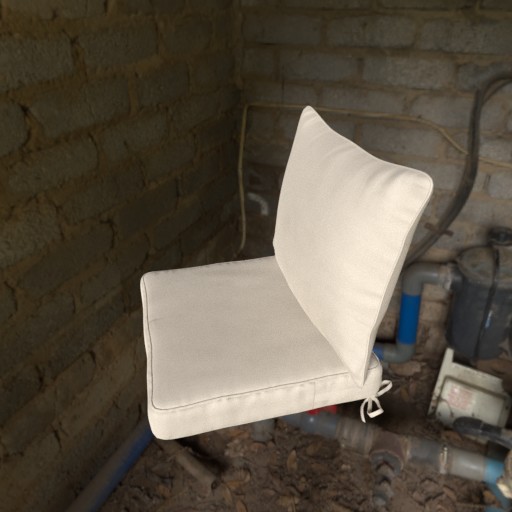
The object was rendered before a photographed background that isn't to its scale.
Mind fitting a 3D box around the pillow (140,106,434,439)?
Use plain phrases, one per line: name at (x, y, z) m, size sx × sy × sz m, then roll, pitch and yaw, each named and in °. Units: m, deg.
pillow at (0.000, 0.000, 1.348) m, size 0.733 × 0.716 × 0.798 m, roll -7°, pitch 31°, yaw -12°
